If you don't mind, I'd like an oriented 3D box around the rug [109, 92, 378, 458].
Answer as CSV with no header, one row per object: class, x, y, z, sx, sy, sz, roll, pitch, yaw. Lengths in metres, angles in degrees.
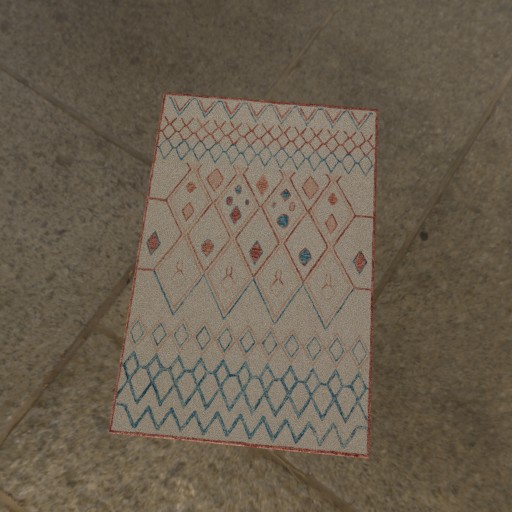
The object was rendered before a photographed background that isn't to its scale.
rug,0.000,0.000,2.290,1.219,0.016,1.829,5,75,1
